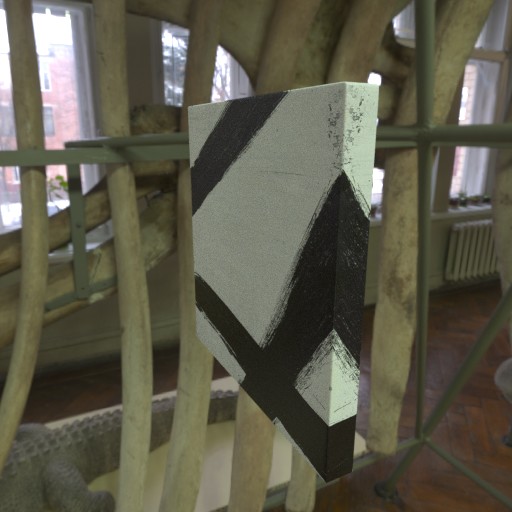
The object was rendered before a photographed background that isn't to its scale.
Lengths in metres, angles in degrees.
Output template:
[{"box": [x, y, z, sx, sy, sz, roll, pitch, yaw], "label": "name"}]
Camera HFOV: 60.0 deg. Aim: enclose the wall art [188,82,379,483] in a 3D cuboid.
[{"box": [0.000, 0.000, 0.756, 0.050, 0.508, 0.507, -8, 17, -26], "label": "wall art"}]
